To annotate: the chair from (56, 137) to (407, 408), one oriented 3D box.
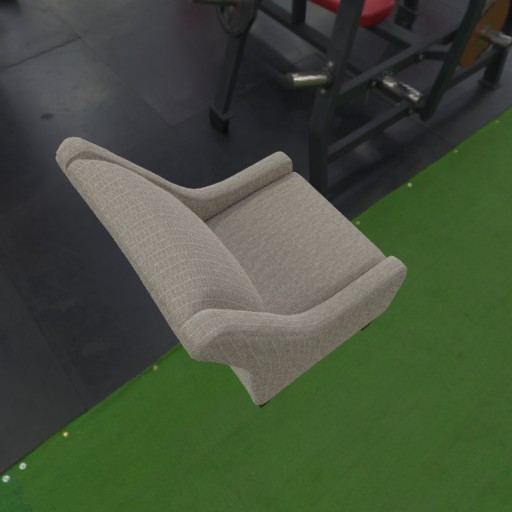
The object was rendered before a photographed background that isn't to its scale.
[{"bbox_3d":[0.000,0.000,1.620,0.870,1.014,0.774,-32,63,-19],"label":"chair"}]
